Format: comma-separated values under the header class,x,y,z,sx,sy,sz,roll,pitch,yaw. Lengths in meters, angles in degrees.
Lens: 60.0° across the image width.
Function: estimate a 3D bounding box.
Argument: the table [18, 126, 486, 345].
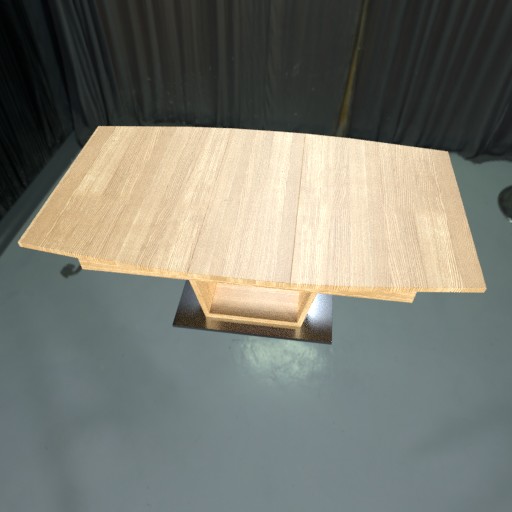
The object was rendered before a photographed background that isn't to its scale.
class,x,y,z,sx,sy,sz,roll,pitch,yaw
table,0.000,0.000,2.030,1.598,0.748,0.900,6,48,5
